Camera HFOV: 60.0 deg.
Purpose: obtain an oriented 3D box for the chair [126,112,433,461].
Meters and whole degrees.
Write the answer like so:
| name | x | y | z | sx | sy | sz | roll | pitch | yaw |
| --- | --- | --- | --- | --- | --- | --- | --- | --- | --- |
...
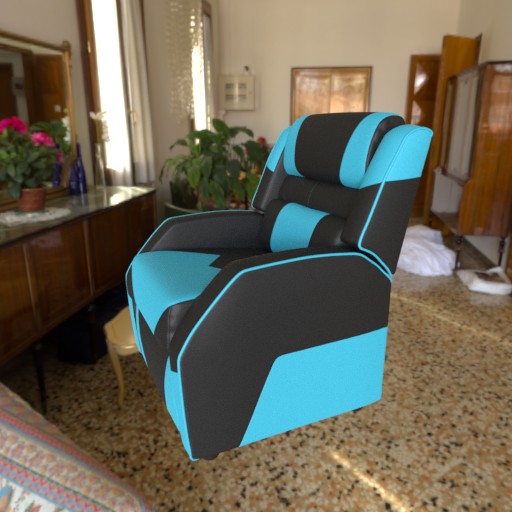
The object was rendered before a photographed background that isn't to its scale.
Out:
| name | x | y | z | sx | sy | sz | roll | pitch | yaw |
| --- | --- | --- | --- | --- | --- | --- | --- | --- | --- |
| chair | 0.000 | 0.000 | 1.296 | 0.672 | 0.805 | 0.620 | -8 | 18 | -25 |
